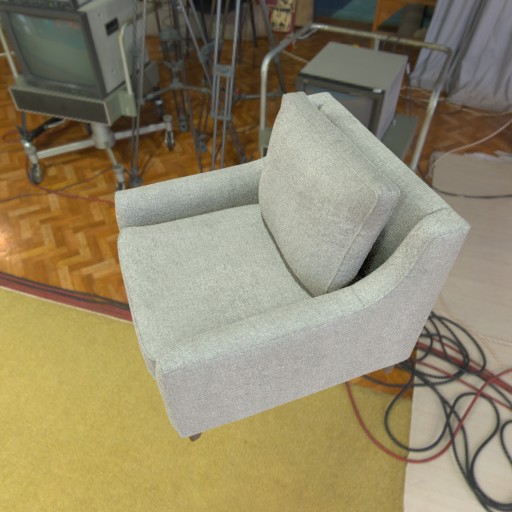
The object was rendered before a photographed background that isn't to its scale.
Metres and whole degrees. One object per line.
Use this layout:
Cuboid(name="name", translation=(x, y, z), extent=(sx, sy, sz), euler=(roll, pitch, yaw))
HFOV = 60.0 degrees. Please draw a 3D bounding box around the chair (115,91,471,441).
Cuboid(name="chair", translation=(0.000, 0.000, 1.562), extent=(0.918, 0.864, 0.838), euler=(-15, 48, -14))
